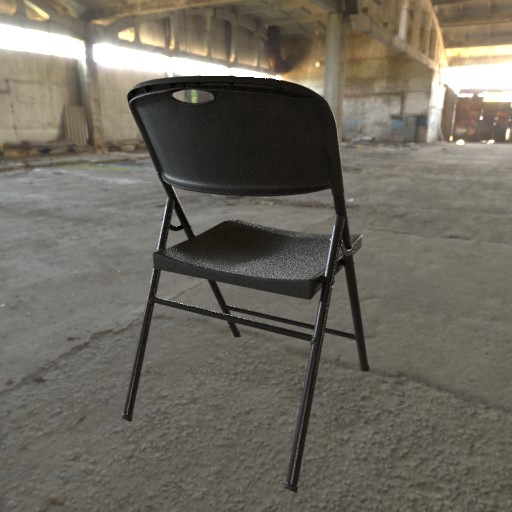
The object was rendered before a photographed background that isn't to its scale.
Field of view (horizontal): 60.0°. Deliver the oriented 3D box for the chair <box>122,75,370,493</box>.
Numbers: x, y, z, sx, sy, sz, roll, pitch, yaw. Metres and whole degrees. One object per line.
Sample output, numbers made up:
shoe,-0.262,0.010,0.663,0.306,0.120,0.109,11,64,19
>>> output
chair,0.000,0.000,1.131,0.494,0.810,0.567,9,19,28
